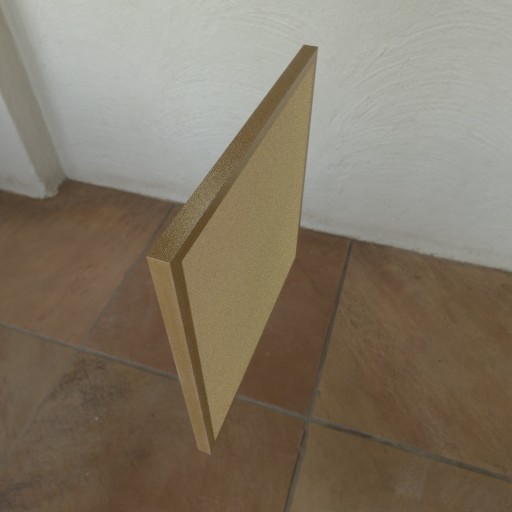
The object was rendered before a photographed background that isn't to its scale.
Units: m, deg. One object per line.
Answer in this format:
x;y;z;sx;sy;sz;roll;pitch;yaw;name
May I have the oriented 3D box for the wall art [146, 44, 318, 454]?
0.000;0.000;1.133;0.037;0.760;0.762;16;49;14;wall art
